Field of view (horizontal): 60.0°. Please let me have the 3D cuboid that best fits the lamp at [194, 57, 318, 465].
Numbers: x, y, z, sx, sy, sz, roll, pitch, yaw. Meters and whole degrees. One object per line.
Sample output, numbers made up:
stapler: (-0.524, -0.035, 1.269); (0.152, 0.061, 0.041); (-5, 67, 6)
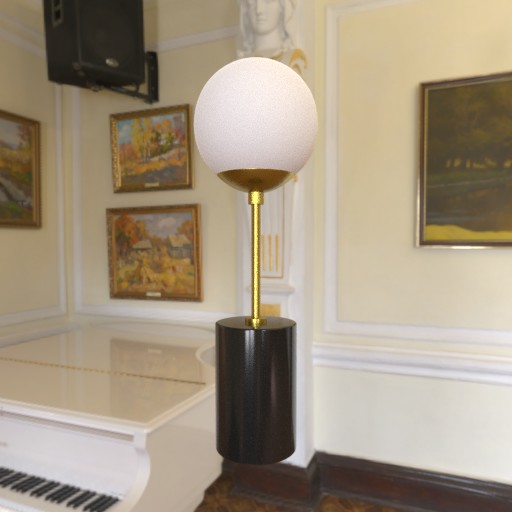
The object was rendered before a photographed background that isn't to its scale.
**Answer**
lamp: (0.000, 0.000, 0.555); (0.153, 0.480, 0.153); (0, 1, 0)
